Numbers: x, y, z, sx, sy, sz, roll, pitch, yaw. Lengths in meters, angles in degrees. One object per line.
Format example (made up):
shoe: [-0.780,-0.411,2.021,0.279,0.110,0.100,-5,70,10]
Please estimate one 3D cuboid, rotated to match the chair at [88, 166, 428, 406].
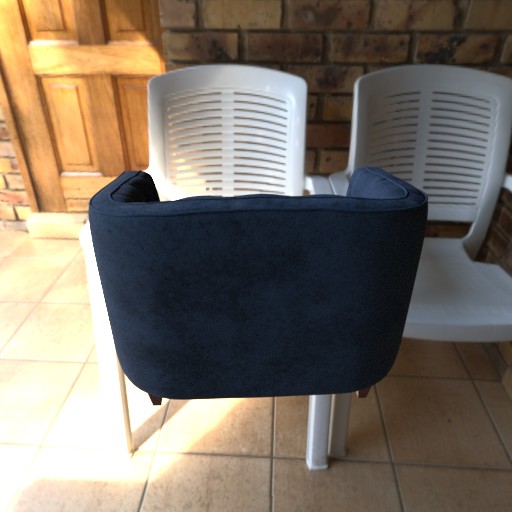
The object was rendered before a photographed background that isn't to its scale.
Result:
chair: [0.000,0.000,1.777,1.094,0.852,0.940,-1,31,-2]
